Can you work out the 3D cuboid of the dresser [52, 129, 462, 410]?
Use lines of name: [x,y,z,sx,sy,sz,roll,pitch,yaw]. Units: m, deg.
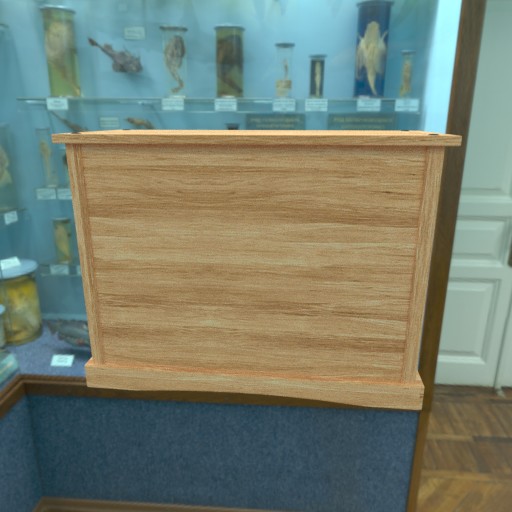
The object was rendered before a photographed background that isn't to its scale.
dresser: [0.000,0.000,1.364,0.990,0.740,0.410,2,17,6]
